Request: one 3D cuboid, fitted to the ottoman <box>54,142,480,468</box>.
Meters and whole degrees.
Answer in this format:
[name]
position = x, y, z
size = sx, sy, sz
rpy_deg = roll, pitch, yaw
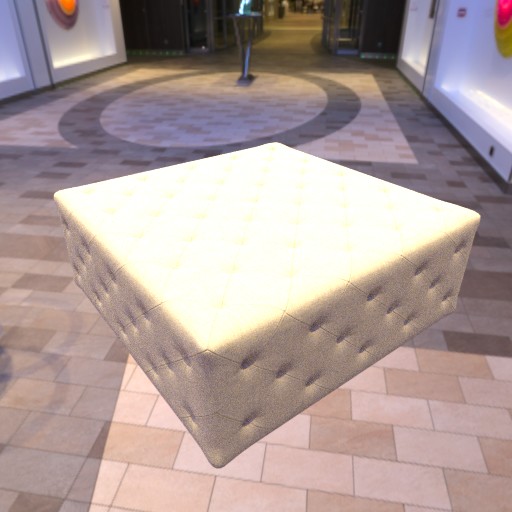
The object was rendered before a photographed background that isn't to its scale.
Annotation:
[ottoman]
position = 0.000, 0.000, 1.575
size = 1.028, 0.439, 1.028
rpy_deg = -21, 36, -32
